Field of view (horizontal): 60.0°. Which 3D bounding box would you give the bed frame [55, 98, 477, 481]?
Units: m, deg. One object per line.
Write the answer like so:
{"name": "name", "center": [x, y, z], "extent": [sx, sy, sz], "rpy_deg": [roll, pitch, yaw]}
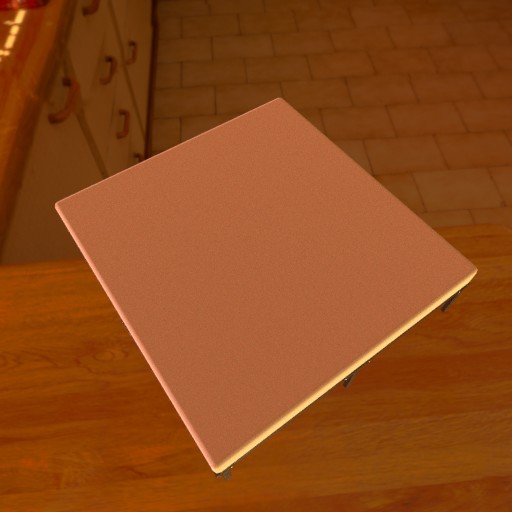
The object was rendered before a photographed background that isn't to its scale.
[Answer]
{"name": "bed frame", "center": [0.000, 0.000, 3.967], "extent": [2.526, 0.680, 2.635], "rpy_deg": [-31, 62, -18]}
